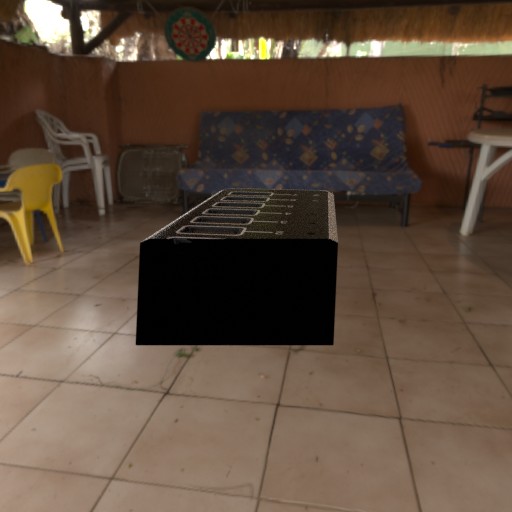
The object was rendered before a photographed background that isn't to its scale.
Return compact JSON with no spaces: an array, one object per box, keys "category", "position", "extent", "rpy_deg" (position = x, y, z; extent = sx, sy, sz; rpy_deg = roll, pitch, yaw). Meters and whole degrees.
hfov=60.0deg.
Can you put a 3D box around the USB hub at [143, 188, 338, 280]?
[{"category":"USB hub","position":[0.000,0.000,0.127],"extent":[0.044,0.023,0.110],"rpy_deg":[3,17,8]}]
